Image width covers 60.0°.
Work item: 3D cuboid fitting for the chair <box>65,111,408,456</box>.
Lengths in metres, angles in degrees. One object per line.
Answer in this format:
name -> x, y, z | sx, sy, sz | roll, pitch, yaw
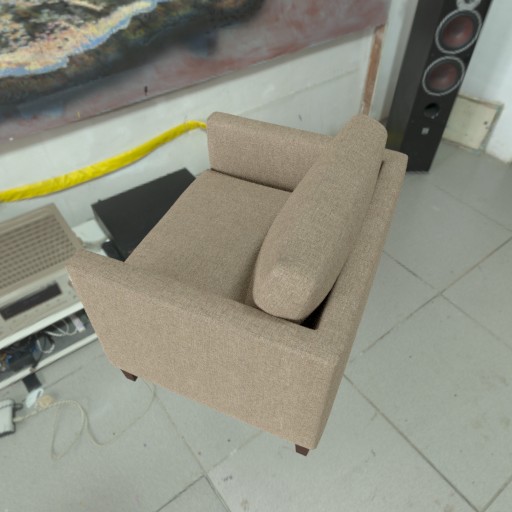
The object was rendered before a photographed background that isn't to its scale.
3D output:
chair -> 0.000, 0.000, 1.850 | 0.959, 0.987, 1.107 | 17, 49, 16
